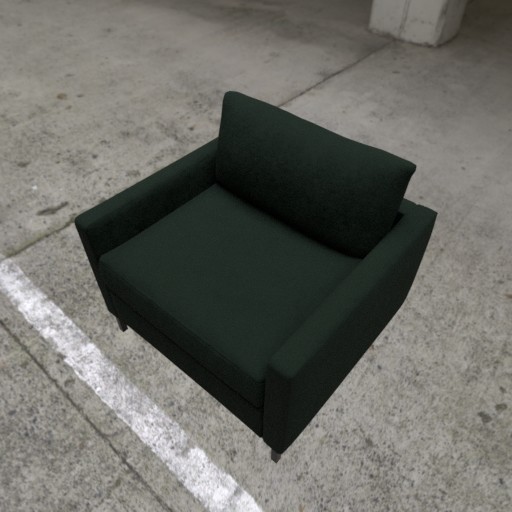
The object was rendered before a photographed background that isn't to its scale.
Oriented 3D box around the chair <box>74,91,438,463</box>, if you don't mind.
[{"bbox_3d":[0.000,0.000,1.642,0.963,0.861,0.866,31,53,27],"label":"chair"}]
